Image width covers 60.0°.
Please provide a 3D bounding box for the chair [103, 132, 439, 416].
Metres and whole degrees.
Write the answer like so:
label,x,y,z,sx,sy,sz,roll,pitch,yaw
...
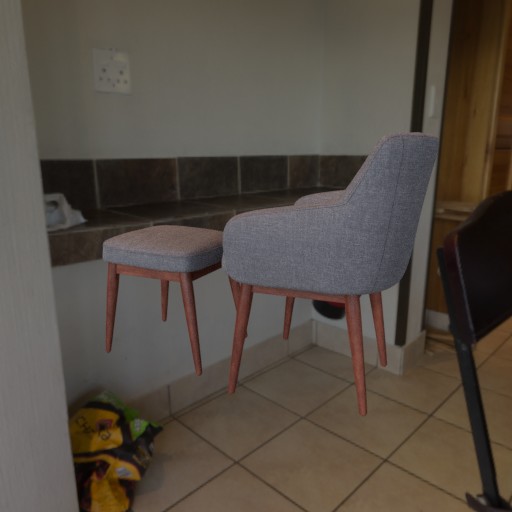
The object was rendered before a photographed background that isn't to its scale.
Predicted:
label,x,y,z,sx,sy,sz,roll,pitch,yaw
chair,0.000,0.000,1.531,1.107,0.799,0.584,6,15,25
